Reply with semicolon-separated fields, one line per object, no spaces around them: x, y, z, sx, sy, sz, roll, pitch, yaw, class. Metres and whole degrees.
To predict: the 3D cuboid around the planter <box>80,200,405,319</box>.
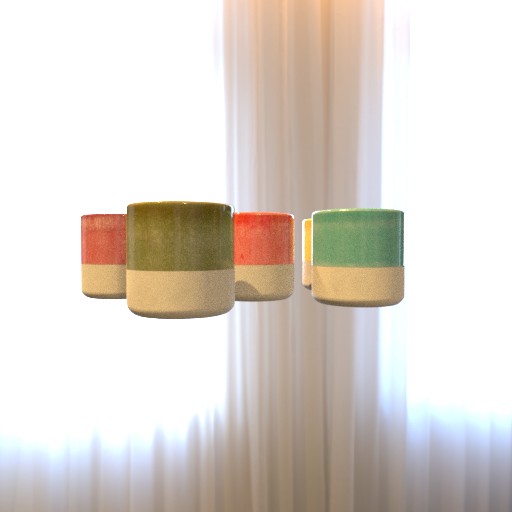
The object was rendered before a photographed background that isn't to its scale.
0.000;0.000;0.419;0.286;0.075;0.257;-1;2;-37;planter
